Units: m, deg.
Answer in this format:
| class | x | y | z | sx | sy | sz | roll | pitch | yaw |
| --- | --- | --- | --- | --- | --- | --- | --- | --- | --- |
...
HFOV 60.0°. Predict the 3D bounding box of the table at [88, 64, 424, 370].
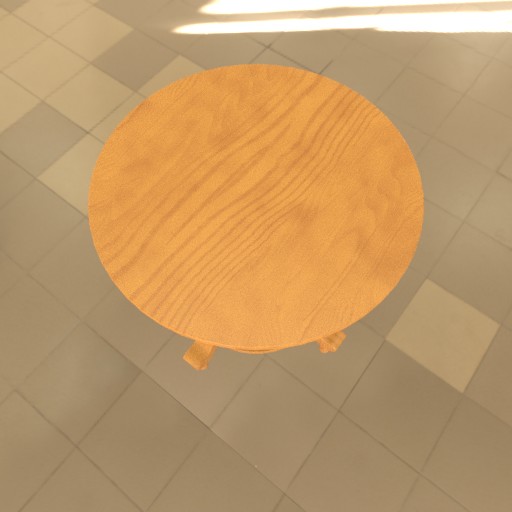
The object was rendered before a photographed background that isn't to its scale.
| class | x | y | z | sx | sy | sz | roll | pitch | yaw |
| --- | --- | --- | --- | --- | --- | --- | --- | --- | --- |
| table | 0.000 | 0.000 | 1.071 | 0.597 | 0.612 | 0.597 | 0 | 65 | 0 |
